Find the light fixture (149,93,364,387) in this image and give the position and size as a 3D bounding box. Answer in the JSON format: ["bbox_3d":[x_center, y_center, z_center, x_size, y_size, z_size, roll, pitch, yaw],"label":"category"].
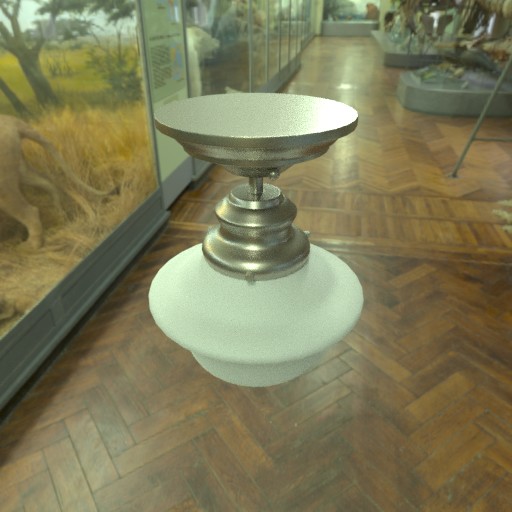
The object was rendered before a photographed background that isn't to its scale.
[{"bbox_3d":[0.000,0.000,0.398,0.199,0.254,0.199,0,30,0],"label":"light fixture"}]
